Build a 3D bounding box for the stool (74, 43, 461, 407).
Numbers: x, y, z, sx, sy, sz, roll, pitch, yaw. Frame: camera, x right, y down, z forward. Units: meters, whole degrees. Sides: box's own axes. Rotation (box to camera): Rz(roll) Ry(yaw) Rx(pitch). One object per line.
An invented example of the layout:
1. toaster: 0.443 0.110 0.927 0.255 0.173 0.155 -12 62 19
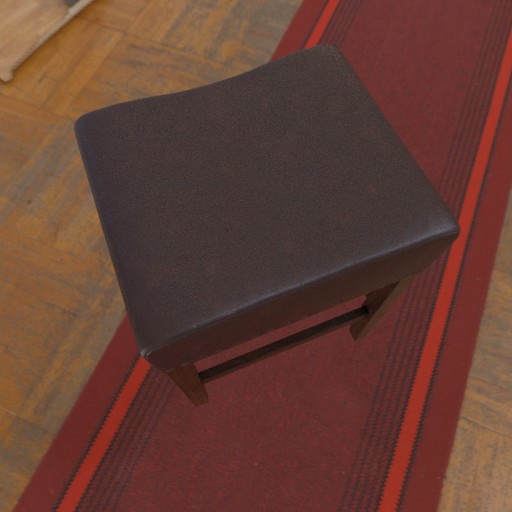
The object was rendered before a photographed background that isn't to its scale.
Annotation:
1. stool: 0.000 0.000 0.903 0.465 0.608 0.397 -20 66 -9
